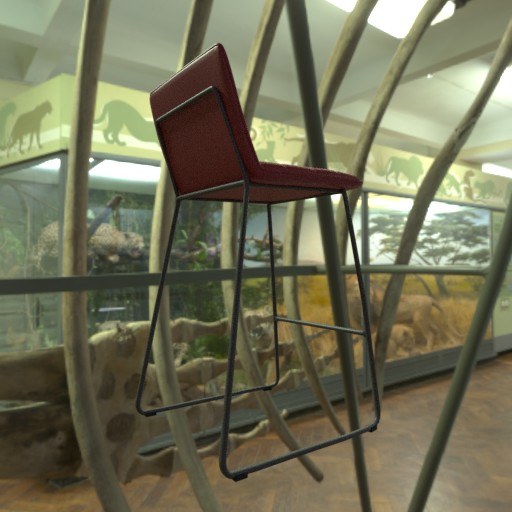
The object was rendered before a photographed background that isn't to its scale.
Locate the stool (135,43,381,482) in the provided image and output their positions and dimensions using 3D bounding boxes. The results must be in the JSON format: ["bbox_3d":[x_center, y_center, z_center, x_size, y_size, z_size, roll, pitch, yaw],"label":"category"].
[{"bbox_3d":[0.000,0.000,1.249,0.524,0.937,0.489,0,0,-36],"label":"stool"}]
